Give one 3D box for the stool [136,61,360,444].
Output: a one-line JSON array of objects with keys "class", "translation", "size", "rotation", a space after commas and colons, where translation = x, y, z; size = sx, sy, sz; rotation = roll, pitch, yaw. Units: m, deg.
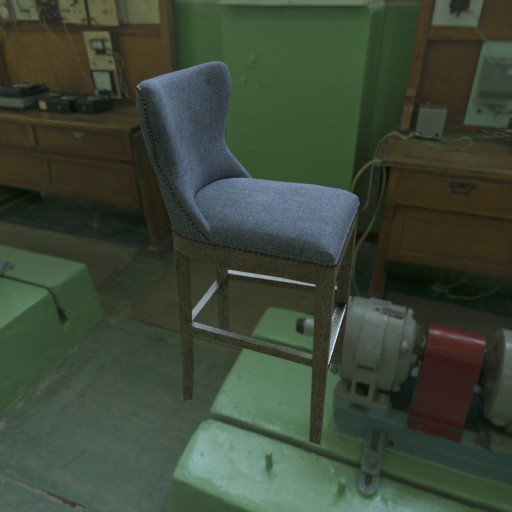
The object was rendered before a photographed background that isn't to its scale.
[{"class": "stool", "translation": [0.000, 0.000, 1.462], "size": [0.606, 1.123, 0.494], "rotation": [10, 32, 17]}]
